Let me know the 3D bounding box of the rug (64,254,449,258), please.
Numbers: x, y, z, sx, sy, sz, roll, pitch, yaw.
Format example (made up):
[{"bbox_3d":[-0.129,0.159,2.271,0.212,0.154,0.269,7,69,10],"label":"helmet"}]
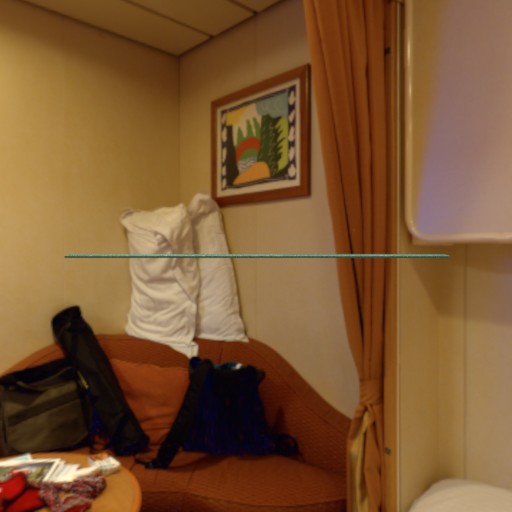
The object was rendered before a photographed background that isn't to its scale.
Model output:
[{"bbox_3d":[0.000,0.000,3.484,1.830,0.018,2.769,0,0,0],"label":"rug"}]
